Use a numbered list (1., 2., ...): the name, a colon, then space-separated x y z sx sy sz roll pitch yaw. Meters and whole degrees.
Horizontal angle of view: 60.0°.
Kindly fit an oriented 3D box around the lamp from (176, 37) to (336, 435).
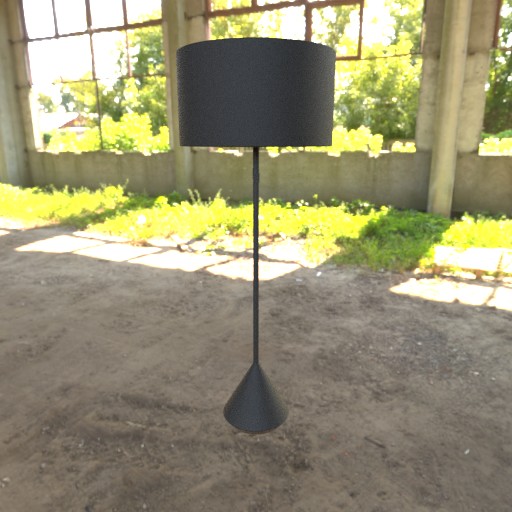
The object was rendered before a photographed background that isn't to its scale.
1. lamp: 0.000 0.000 1.818 0.580 1.526 0.580 -2 15 -8
